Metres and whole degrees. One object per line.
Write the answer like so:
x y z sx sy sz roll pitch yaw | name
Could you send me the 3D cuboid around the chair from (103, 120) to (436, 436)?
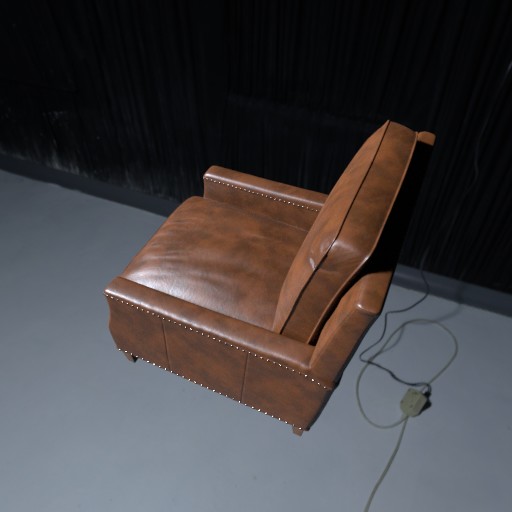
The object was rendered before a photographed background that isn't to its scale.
0.000 0.000 1.780 1.035 1.054 0.854 18 50 16 | chair
